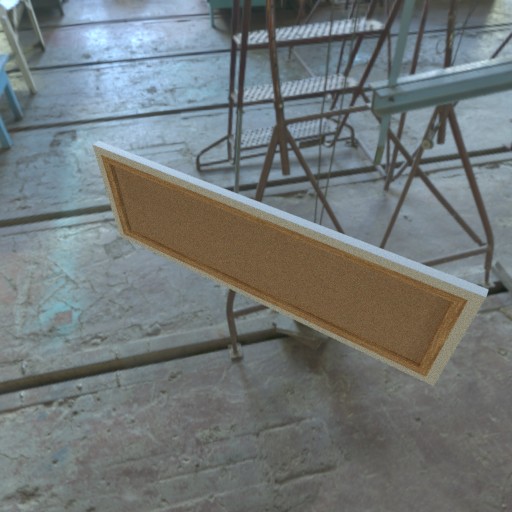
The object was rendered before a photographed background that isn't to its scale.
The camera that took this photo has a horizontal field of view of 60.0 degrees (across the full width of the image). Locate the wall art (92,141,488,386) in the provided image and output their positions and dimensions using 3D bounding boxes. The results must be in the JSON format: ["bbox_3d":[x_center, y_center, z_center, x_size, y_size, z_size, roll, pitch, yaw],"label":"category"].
[{"bbox_3d":[0.000,0.000,1.702,1.520,0.507,0.039,23,50,21],"label":"wall art"}]
